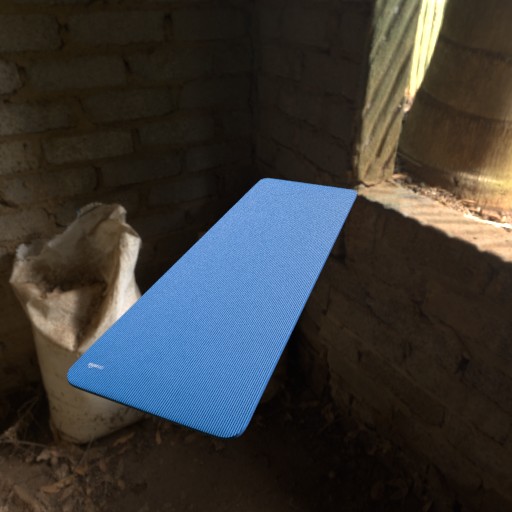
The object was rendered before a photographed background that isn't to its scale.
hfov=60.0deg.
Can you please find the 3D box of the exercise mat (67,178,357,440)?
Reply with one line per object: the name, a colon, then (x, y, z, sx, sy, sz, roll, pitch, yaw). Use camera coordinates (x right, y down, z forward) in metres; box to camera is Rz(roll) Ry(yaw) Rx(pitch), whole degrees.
exercise mat: (0.000, 0.000, 2.043, 0.616, 0.021, 1.869, 11, 33, 18)
